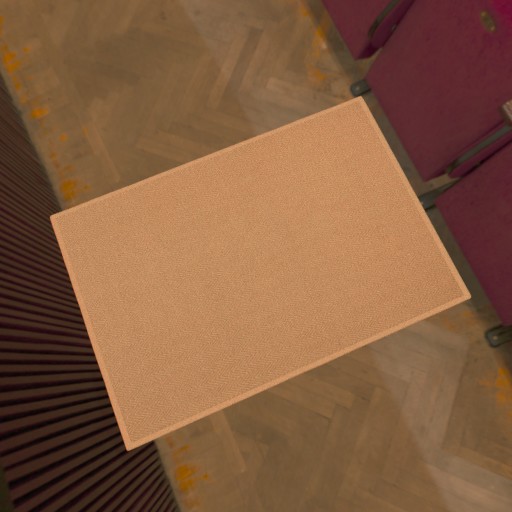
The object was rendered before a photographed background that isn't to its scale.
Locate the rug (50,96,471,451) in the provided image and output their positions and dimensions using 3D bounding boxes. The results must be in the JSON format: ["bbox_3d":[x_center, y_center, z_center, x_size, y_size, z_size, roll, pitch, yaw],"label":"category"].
[{"bbox_3d":[0.000,0.000,2.794,2.244,0.017,1.532,-22,77,-5],"label":"rug"}]
